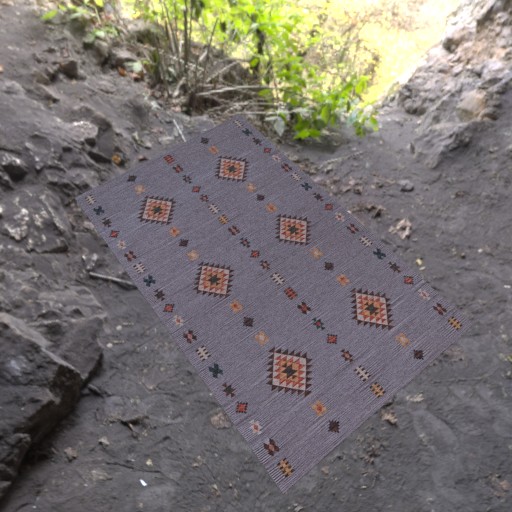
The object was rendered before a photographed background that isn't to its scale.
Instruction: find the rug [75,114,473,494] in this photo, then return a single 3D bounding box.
[{"bbox_3d":[0.000,0.000,2.995,1.515,0.007,2.427,-33,63,-19],"label":"rug"}]
